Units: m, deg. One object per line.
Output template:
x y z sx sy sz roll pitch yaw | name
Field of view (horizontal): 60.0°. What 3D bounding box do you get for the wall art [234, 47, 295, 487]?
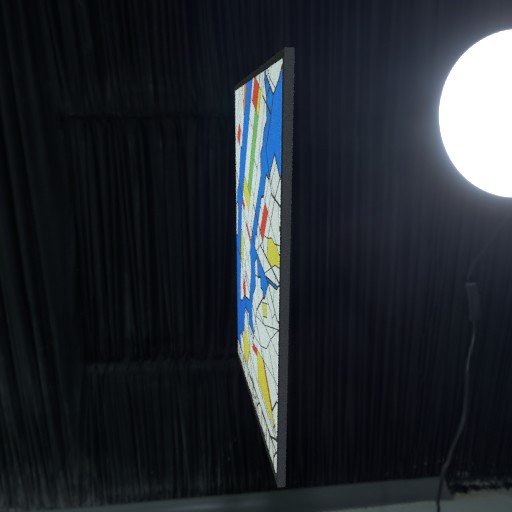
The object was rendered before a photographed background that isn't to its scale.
0.000 0.000 0.851 0.013 0.657 0.457 -3 15 -10 | wall art
